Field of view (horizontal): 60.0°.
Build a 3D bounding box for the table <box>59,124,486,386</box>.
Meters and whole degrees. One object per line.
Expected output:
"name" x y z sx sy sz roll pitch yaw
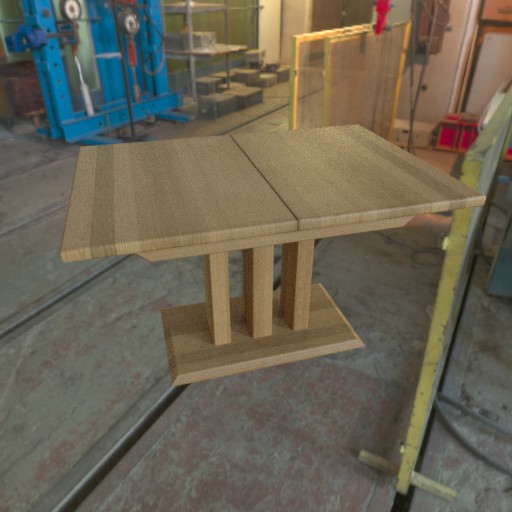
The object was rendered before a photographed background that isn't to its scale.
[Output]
"table" 0.000 0.000 1.848 1.300 0.770 0.900 -8 32 -13
